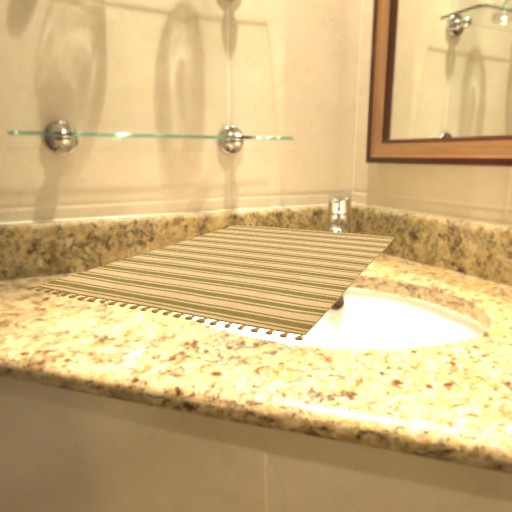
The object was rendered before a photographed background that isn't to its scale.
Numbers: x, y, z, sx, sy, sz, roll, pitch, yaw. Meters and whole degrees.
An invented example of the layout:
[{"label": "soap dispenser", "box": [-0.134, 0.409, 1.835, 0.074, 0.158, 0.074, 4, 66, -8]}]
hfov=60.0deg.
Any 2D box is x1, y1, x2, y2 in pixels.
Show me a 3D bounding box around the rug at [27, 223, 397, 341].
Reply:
[{"label": "rug", "box": [0.000, 0.000, 3.074, 1.540, 0.018, 2.435, 6, 15, 25]}]
